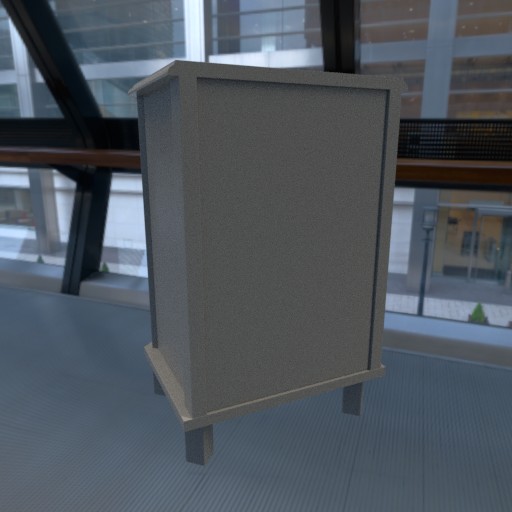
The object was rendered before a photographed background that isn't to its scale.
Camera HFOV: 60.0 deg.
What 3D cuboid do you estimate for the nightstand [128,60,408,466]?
[{"bbox_3d":[0.000,0.000,0.930,0.435,0.680,0.348,-7,16,-25],"label":"nightstand"}]
